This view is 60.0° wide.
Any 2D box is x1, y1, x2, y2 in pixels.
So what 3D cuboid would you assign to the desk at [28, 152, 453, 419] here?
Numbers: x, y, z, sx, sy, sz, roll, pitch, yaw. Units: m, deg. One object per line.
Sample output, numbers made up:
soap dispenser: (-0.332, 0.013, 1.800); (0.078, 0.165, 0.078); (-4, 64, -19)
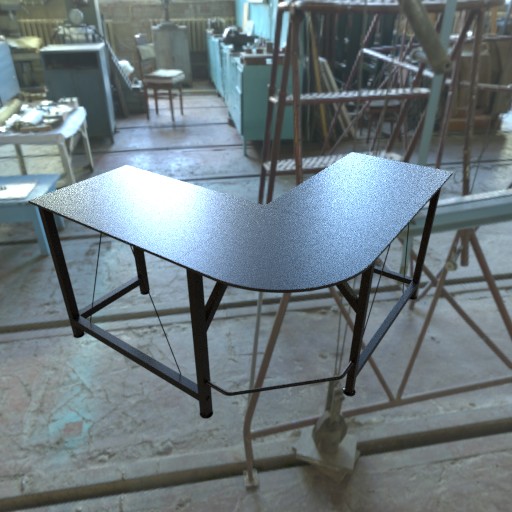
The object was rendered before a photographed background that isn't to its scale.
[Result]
desk: (0.000, 0.000, 2.240); (1.400, 0.762, 1.400); (20, 36, 29)
